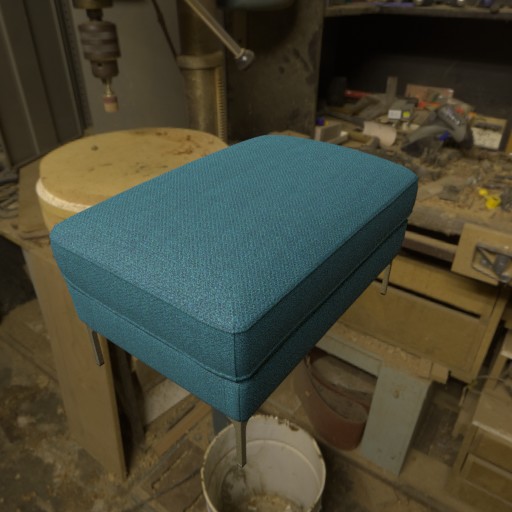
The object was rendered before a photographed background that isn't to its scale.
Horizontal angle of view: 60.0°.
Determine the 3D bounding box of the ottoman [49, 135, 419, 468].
[{"bbox_3d":[0.000,0.000,1.203,0.563,0.498,0.856,22,38,30],"label":"ottoman"}]
